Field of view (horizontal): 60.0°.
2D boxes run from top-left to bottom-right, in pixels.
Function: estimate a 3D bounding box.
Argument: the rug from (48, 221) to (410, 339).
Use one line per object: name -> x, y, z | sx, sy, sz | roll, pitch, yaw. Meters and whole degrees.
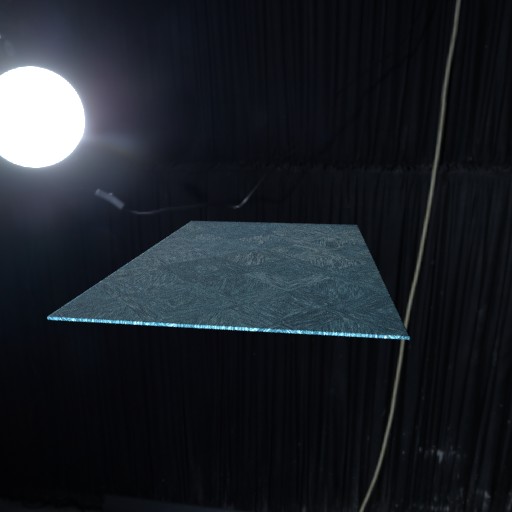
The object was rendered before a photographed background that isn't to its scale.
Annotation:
rug -> 0.000, 0.000, 2.877 | 1.490, 0.015, 2.277 | 2, 15, 7
